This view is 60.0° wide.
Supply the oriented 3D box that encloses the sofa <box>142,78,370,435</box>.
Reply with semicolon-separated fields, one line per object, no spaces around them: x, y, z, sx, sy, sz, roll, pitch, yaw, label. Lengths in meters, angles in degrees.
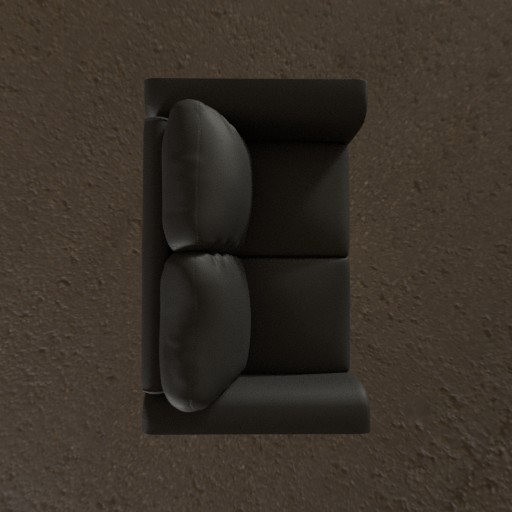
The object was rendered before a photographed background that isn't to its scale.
0.000;0.000;1.910;0.887;0.845;1.386;0;88;-1;sofa
